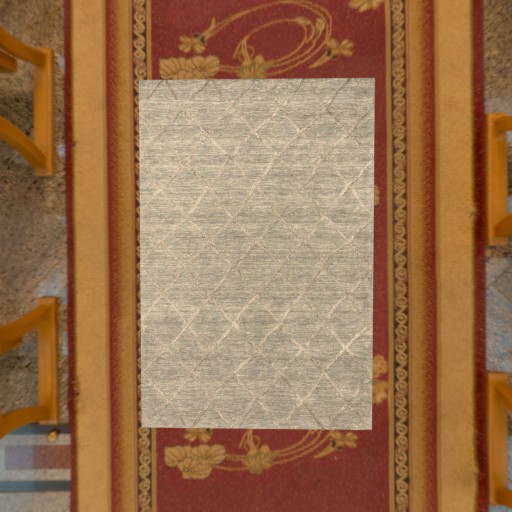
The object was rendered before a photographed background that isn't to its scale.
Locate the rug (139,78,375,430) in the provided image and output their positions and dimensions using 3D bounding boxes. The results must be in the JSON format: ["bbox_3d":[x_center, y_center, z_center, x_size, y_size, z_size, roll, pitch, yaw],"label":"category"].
[{"bbox_3d":[0.000,0.000,2.895,1.521,0.006,2.283,0,92,2],"label":"rug"}]
